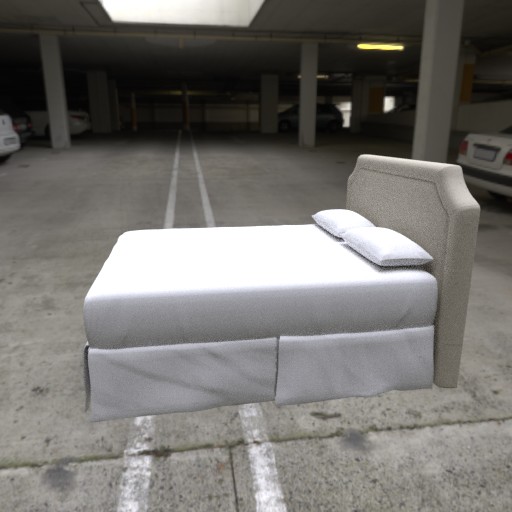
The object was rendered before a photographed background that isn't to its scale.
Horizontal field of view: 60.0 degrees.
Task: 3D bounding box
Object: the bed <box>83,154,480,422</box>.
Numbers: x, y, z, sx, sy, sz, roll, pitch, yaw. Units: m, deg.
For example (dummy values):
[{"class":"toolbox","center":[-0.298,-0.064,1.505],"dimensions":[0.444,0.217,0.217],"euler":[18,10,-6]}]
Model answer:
[{"class":"bed","center":[0.000,0.000,3.042],"dimensions":[2.116,1.290,1.693],"euler":[-2,16,-9]}]
